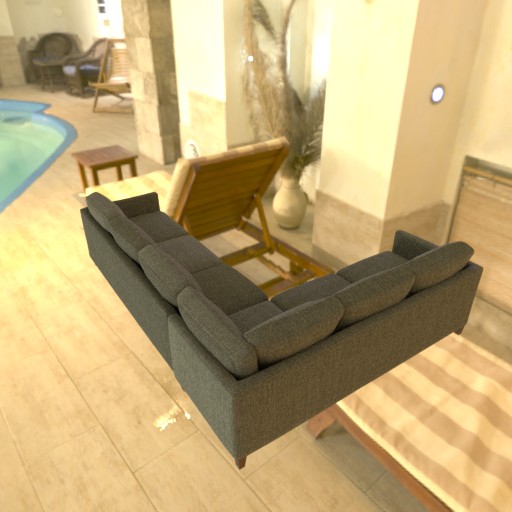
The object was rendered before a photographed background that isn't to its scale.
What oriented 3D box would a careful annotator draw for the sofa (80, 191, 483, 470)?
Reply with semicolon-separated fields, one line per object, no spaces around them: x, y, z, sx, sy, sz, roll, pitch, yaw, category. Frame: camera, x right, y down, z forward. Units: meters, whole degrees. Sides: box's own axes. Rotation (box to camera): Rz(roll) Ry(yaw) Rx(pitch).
0.000;0.000;4.482;2.593;0.947;3.302;-19;35;-29;sofa
